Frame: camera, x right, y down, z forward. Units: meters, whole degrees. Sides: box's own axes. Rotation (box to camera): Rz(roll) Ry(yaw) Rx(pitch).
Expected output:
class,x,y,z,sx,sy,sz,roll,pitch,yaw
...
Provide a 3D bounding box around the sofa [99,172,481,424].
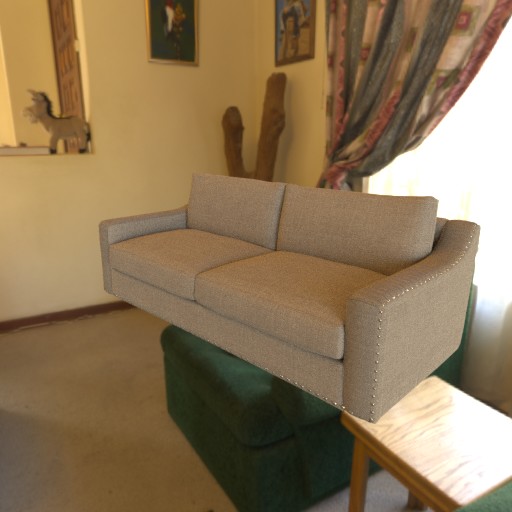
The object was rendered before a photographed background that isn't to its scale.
class,x,y,z,sx,sy,sz,roll,pitch,yaw
sofa,0.000,0.000,2.702,2.208,0.857,1.000,15,21,42
